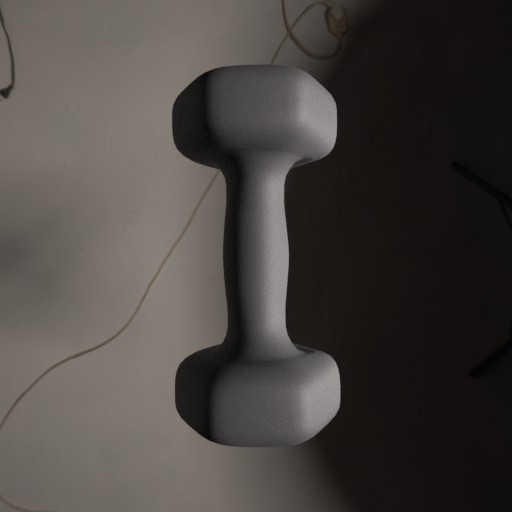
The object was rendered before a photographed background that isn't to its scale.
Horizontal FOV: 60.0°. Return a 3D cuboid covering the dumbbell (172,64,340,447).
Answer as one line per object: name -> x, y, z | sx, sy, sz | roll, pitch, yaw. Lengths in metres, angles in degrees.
dumbbell -> 0.000, 0.000, 0.307 | 0.116, 0.105, 0.240 | 0, 90, 0
